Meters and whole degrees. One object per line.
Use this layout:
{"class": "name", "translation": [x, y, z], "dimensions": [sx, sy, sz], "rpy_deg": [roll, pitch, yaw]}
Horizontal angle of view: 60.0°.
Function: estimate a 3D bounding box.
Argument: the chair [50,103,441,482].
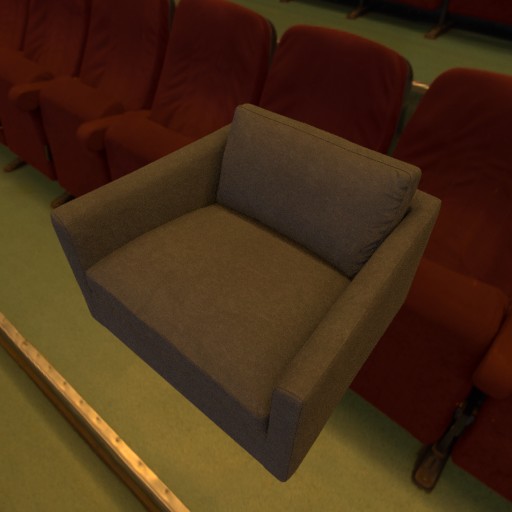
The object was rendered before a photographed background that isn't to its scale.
{"class": "chair", "translation": [0.000, 0.000, 1.855], "dimensions": [1.190, 0.845, 1.091], "rpy_deg": [31, 53, 27]}
